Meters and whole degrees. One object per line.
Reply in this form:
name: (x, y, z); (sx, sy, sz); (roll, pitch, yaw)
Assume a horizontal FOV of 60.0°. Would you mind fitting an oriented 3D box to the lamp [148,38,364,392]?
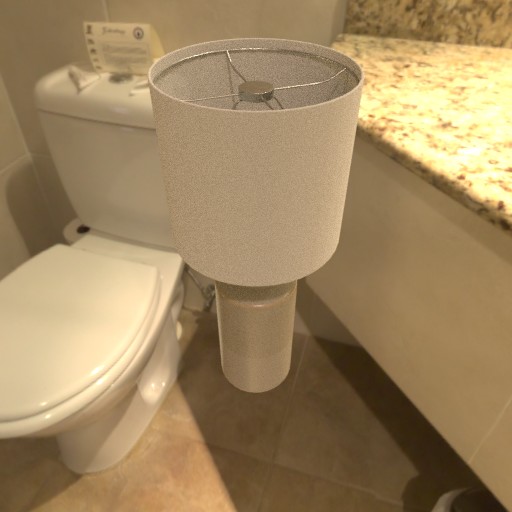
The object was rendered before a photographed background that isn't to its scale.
lamp: (0.000, 0.000, 0.601); (0.212, 0.493, 0.212); (-13, 43, -15)
